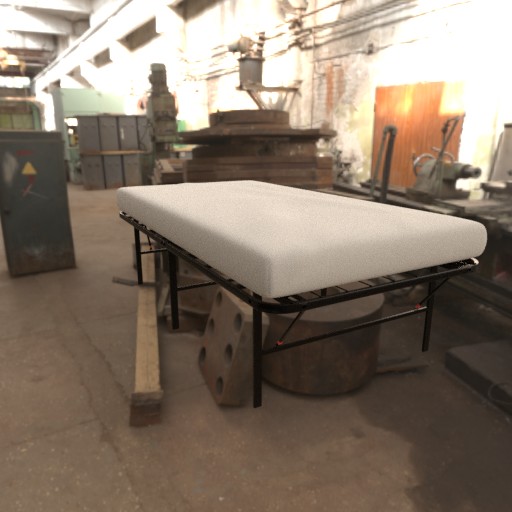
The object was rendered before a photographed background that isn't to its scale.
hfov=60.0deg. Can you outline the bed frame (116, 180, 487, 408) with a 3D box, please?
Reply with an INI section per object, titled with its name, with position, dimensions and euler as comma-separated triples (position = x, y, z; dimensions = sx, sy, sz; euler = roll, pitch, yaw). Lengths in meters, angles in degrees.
[bed frame]
position = 0.000, 0.000, 2.298
dimensions = 0.989, 0.619, 1.903
euler = -8, 17, -28
